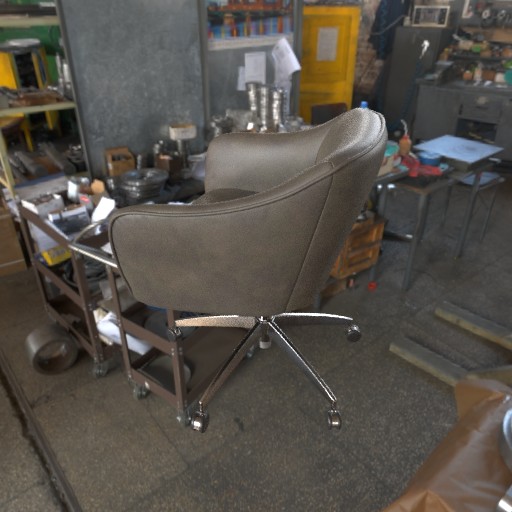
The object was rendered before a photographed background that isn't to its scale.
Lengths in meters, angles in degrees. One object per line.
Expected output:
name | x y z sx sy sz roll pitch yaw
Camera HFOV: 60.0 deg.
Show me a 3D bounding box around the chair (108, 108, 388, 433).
chair | 0.000 0.000 1.344 0.689 0.827 0.713 9 32 14
